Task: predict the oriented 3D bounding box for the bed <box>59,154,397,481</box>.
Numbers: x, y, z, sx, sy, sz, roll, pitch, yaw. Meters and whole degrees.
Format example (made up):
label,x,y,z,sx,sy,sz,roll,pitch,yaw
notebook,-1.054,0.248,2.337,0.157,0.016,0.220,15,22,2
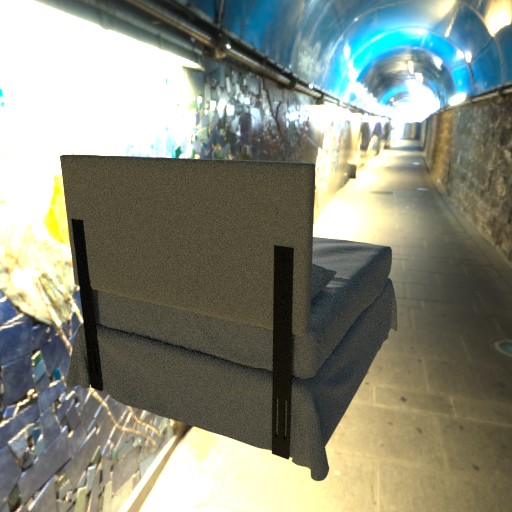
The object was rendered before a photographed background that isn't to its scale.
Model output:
label,x,y,z,sx,sy,sz,roll,pitch,yaw
bed,0.000,0.000,3.385,1.936,1.577,2.222,8,18,27
